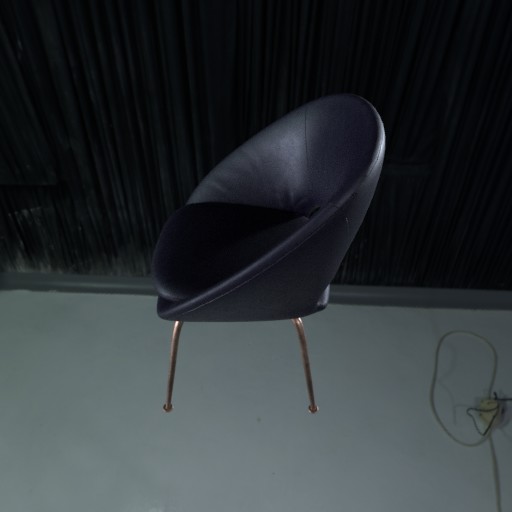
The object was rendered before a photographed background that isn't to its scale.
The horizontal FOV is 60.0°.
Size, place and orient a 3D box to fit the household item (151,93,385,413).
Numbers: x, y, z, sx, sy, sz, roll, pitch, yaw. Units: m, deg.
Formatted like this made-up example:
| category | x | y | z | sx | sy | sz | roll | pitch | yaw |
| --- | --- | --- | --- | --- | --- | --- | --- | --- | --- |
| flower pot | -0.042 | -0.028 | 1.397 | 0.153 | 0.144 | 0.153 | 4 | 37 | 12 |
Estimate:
| category | x | y | z | sx | sy | sz | roll | pitch | yaw |
| --- | --- | --- | --- | --- | --- | --- | --- | --- | --- |
| household item | 0.000 | 0.000 | 1.268 | 0.573 | 0.852 | 0.623 | 0 | 40 | 0 |
